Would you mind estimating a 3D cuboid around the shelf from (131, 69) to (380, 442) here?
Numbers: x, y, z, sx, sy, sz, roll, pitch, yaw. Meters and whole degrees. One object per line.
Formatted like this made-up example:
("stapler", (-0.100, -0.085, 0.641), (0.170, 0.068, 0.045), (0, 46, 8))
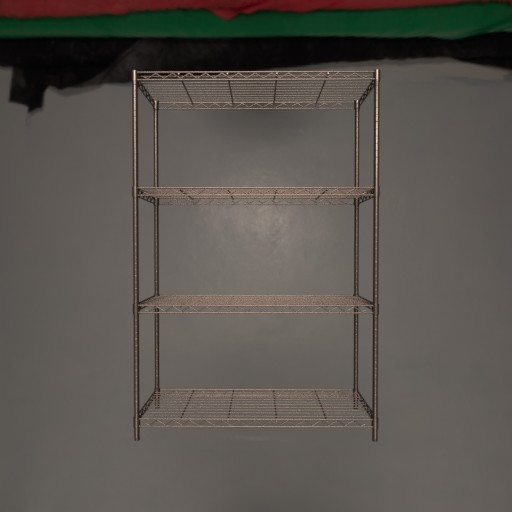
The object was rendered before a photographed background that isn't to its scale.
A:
("shelf", (0.000, 0.000, 1.794), (0.907, 1.361, 0.352), (0, 1, 0))
